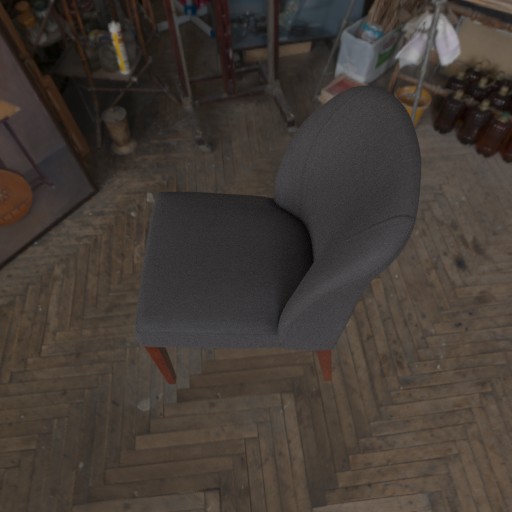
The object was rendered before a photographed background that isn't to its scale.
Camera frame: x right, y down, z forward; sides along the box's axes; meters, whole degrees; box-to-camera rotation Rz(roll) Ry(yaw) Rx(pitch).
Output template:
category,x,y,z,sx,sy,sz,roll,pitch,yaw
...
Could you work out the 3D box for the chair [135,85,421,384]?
category,x,y,z,sx,sy,sz,roll,pitch,yaw
chair,0.000,0.000,1.220,0.619,0.879,0.506,0,57,0
